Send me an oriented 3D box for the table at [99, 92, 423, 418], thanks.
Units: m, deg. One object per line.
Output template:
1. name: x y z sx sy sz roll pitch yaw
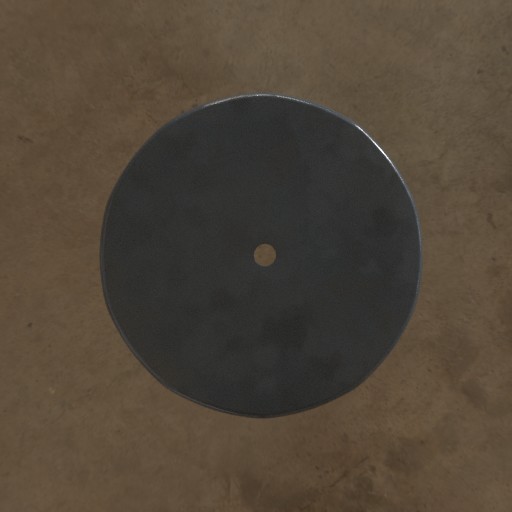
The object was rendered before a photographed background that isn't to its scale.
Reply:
1. table: 0.000 0.000 0.658 0.352 0.387 0.352 0 90 -3
